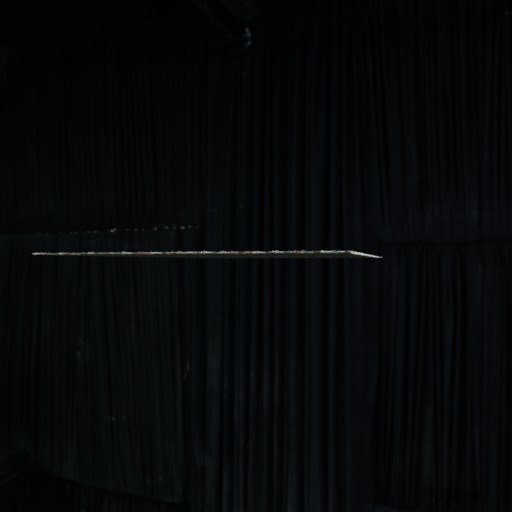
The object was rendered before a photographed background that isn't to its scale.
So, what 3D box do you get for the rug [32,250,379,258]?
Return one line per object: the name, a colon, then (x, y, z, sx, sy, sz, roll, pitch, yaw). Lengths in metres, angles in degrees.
rug: (0.000, 0.000, 2.353, 1.219, 0.010, 1.829, 0, -1, 18)
